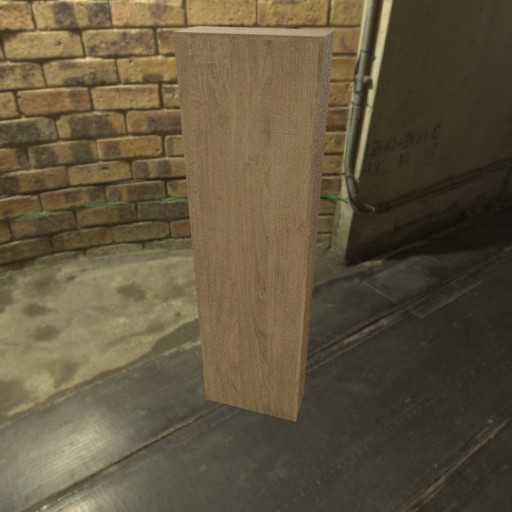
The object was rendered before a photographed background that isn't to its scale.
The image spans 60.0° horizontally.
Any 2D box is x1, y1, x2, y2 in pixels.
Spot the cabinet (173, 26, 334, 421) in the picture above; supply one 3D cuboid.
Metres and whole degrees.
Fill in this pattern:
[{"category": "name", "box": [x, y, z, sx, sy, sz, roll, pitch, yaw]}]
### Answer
[{"category": "cabinet", "box": [0.000, 0.000, 1.966, 0.500, 1.790, 0.230, 9, 33, 14]}]
